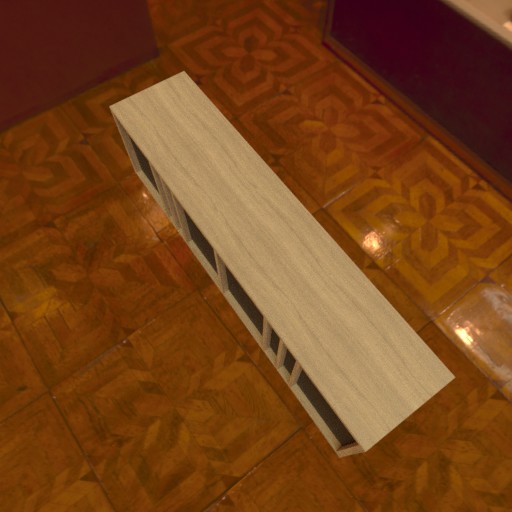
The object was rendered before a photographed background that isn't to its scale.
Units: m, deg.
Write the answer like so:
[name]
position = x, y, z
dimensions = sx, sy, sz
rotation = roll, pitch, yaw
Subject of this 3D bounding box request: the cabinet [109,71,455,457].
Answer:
[cabinet]
position = 0.000, 0.000, 2.533
dimensions = 0.499, 0.779, 2.198
rotation = -32, 68, -15
